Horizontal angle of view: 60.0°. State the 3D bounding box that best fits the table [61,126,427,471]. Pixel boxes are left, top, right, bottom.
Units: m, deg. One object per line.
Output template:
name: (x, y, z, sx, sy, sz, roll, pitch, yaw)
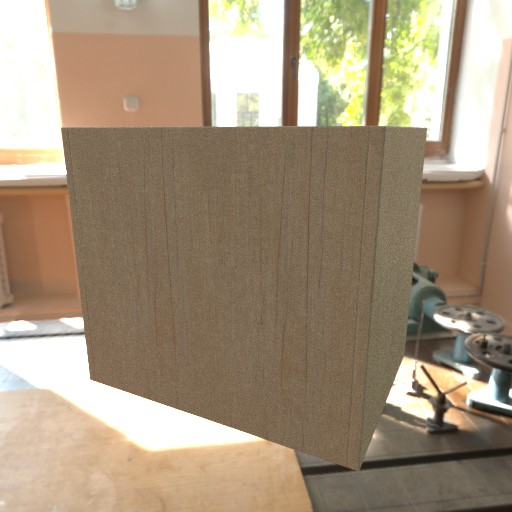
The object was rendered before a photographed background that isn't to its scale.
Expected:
table: (0.000, 0.000, 0.915, 0.570, 0.510, 0.420, 8, 18, 26)
